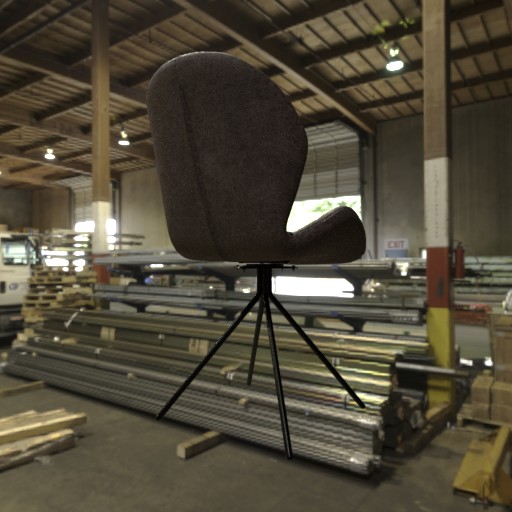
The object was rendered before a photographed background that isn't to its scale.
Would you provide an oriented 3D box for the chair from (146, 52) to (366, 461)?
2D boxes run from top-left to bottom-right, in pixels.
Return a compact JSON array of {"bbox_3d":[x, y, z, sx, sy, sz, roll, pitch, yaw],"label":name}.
[{"bbox_3d":[0.000,0.000,1.275,0.527,0.934,0.640,0,-1,35],"label":"chair"}]
